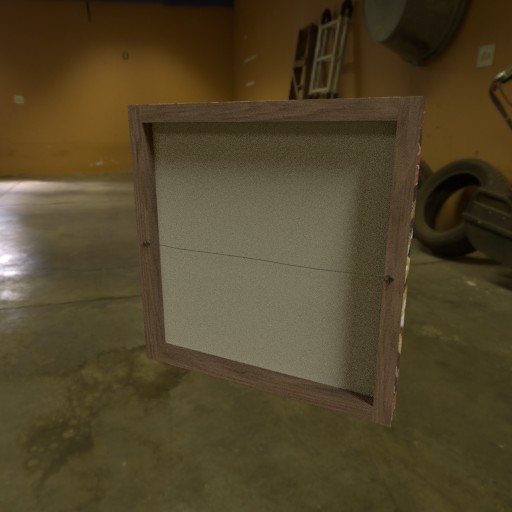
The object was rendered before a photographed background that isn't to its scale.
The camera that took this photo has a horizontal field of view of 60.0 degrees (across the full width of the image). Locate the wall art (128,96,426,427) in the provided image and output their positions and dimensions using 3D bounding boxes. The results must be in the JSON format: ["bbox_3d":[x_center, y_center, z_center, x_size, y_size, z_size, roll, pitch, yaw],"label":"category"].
[{"bbox_3d":[0.000,0.000,0.931,0.609,0.613,0.041,8,18,26],"label":"wall art"}]
